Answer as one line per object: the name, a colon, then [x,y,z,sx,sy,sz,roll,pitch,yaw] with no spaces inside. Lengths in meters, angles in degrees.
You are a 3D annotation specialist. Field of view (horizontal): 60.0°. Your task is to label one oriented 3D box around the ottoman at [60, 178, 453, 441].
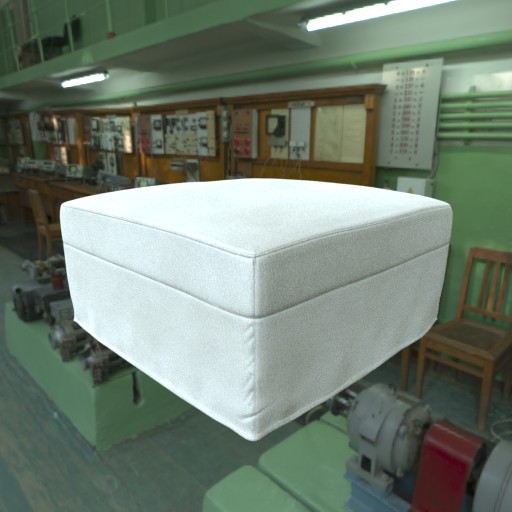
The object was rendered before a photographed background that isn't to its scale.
ottoman: [0.000,0.000,1.327,0.842,0.441,0.843,-15,21,-43]
